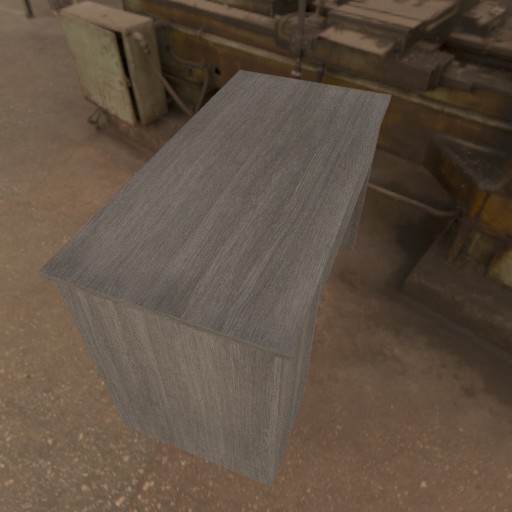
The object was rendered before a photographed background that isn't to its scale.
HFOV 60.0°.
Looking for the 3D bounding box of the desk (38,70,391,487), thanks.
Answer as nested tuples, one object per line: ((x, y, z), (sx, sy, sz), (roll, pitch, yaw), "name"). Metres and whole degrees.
((0.000, 0.000, 1.484), (0.560, 0.735, 1.097), (16, 47, 15), "desk")
